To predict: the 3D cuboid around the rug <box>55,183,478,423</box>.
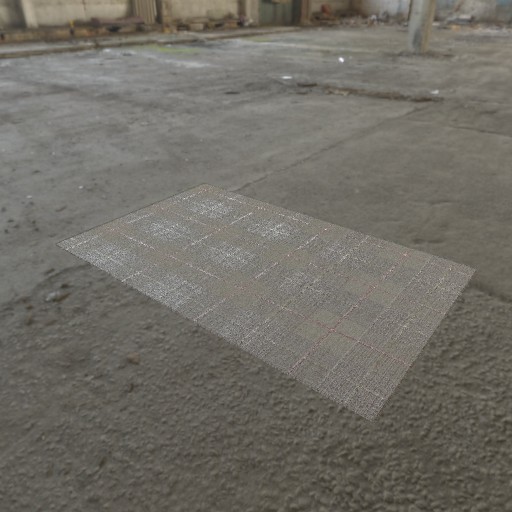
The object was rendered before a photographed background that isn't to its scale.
[{"bbox_3d":[0.000,0.000,3.010,2.464,0.010,1.549,22,37,32],"label":"rug"}]
